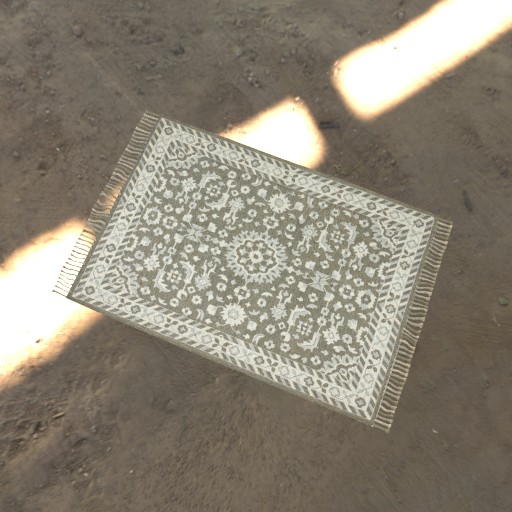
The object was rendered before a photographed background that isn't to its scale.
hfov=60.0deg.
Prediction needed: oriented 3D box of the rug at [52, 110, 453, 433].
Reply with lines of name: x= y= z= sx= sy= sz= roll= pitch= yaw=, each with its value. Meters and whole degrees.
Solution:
rug: x=0.000 y=0.000 z=3.089 sx=2.431 sy=0.025 sz=1.530 roll=21 pitch=77 yaw=5
